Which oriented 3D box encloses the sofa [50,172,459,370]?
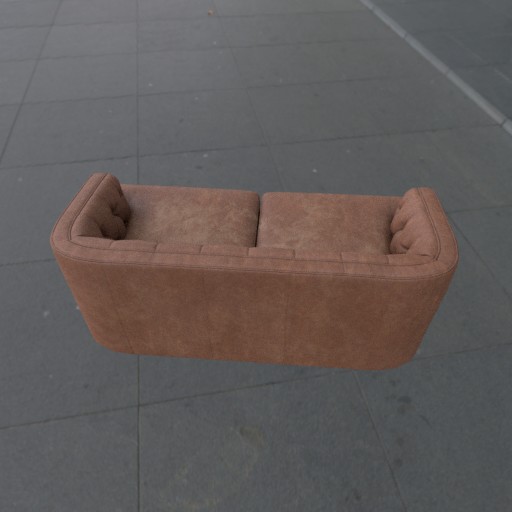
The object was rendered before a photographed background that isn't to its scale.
[{"bbox_3d":[0.000,0.000,2.242,1.755,0.786,0.914,3,46,3],"label":"sofa"}]
